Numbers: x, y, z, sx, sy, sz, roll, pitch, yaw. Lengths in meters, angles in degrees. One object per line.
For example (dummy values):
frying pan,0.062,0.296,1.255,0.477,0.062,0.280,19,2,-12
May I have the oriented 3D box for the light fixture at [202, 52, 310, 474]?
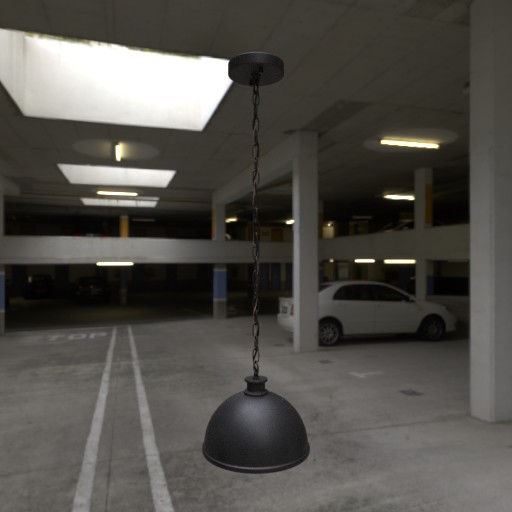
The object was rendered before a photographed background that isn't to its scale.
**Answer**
light fixture,0.000,0.000,1.261,0.304,1.090,0.304,0,0,-17
